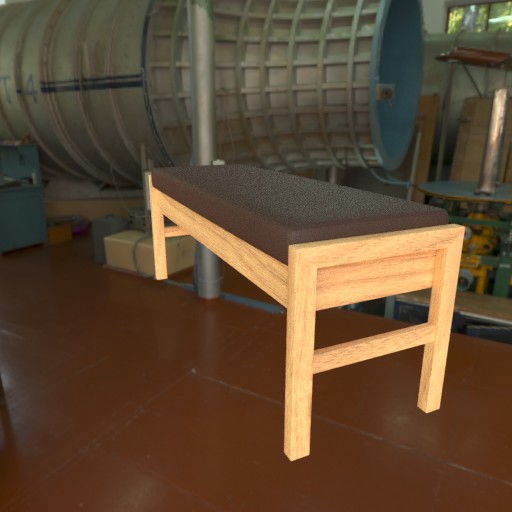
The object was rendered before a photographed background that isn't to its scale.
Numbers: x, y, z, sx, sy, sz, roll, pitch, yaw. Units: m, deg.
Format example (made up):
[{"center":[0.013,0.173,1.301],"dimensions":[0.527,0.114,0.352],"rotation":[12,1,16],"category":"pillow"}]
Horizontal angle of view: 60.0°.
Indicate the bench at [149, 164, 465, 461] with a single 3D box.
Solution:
[{"center":[0.000,0.000,1.422],"dimensions":[0.405,0.480,1.200],"rotation":[-8,19,-24],"category":"bench"}]
